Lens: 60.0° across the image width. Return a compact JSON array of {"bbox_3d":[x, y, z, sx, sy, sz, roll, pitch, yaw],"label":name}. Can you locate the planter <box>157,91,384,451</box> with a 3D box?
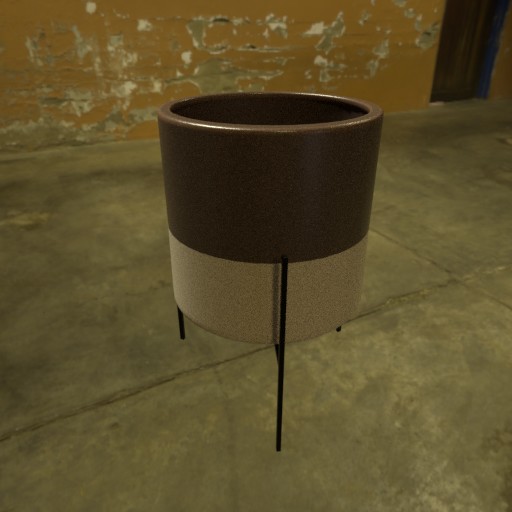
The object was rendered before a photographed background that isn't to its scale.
[{"bbox_3d":[0.000,0.000,0.543,0.260,0.353,0.250,9,29,17],"label":"planter"}]
